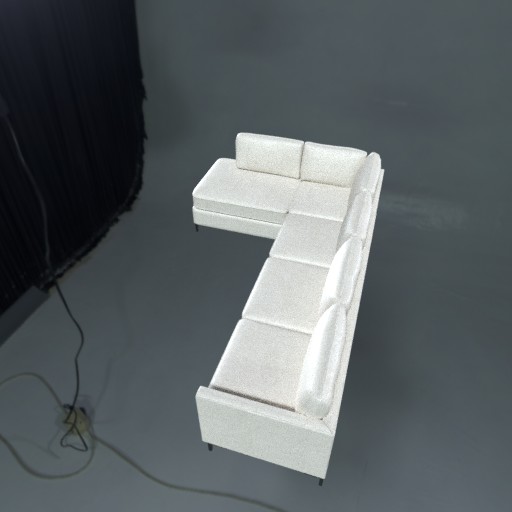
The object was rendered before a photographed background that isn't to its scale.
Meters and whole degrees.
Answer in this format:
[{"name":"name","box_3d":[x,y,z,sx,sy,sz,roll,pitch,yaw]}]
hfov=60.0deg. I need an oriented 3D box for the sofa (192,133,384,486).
[{"name":"sofa","box_3d":[0.000,0.000,4.251,2.048,0.996,3.384,12,42,13]}]
